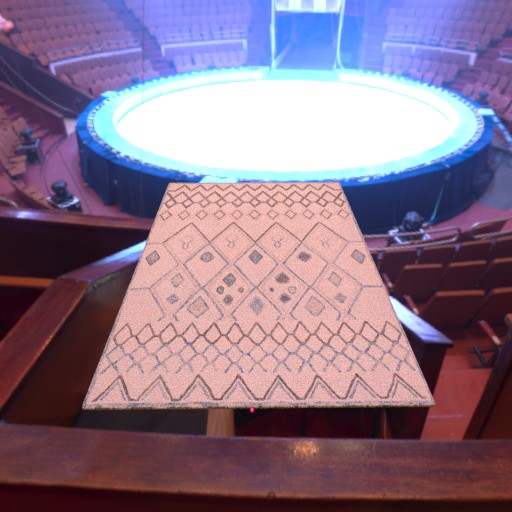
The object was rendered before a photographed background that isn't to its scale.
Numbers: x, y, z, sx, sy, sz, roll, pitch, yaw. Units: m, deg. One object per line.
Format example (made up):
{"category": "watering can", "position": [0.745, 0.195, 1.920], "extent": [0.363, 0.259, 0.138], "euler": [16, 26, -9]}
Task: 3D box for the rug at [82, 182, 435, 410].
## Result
{"category": "rug", "position": [0.000, 0.000, 2.931], "extent": [1.524, 0.015, 2.439], "euler": [0, 32, -1]}
